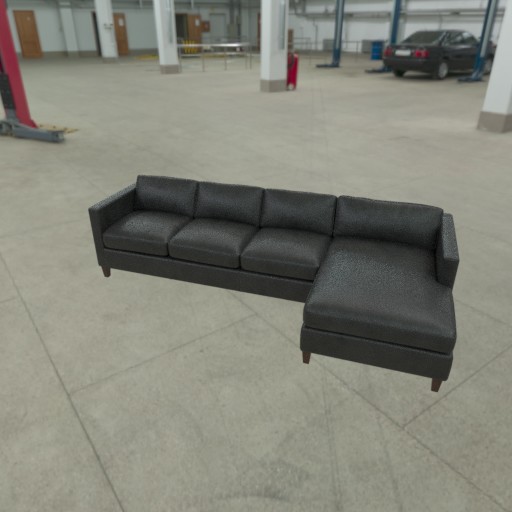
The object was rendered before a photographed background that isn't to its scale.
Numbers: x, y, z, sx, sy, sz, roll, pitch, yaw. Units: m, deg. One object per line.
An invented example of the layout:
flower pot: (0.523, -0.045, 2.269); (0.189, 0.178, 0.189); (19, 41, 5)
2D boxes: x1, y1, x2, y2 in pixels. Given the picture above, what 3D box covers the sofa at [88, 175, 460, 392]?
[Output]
sofa: (0.000, 0.000, 3.899); (3.203, 0.883, 1.581); (9, 29, 16)
